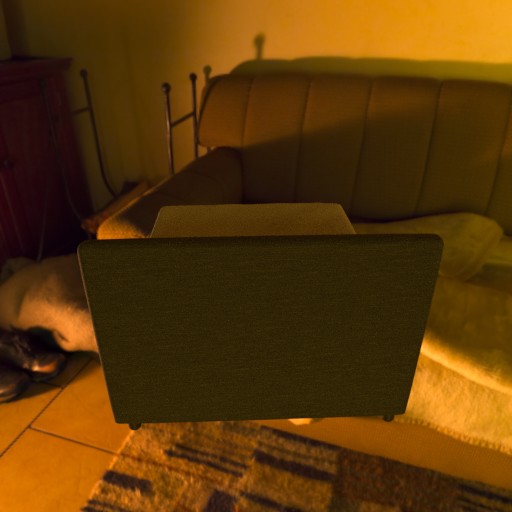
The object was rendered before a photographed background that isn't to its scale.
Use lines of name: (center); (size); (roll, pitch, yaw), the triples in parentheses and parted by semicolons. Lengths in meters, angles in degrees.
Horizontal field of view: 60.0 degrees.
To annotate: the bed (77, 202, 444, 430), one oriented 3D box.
bed: (0.000, 0.000, 3.385); (1.884, 1.330, 2.142); (-1, 29, -2)
